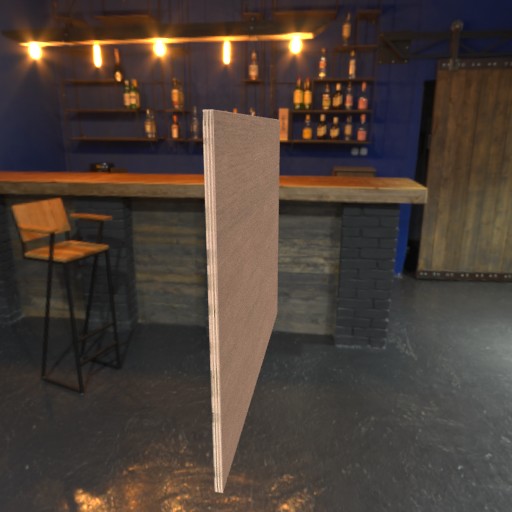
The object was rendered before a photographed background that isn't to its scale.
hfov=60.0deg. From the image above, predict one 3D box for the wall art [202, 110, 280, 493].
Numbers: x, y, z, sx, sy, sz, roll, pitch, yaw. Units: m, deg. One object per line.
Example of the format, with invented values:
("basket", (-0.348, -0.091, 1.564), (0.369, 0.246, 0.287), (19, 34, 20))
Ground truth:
("wall art", (0.000, 0.000, 0.681), (0.010, 0.408, 0.508), (3, 16, 9))
